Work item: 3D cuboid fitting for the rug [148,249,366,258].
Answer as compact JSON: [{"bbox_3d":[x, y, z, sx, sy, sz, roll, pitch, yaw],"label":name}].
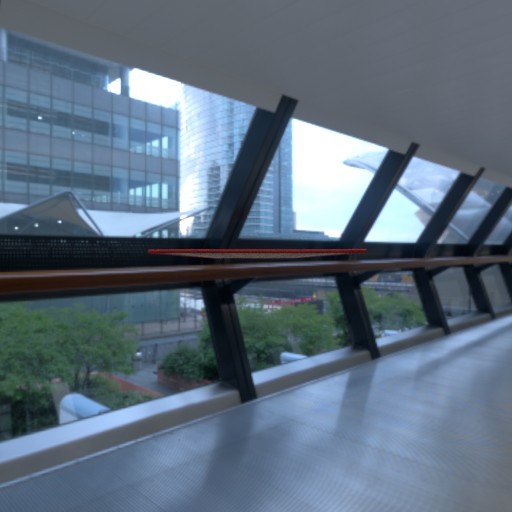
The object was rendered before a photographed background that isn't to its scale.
[{"bbox_3d":[0.000,0.000,2.477,0.659,0.015,2.292,0,-1,0],"label":"rug"}]
